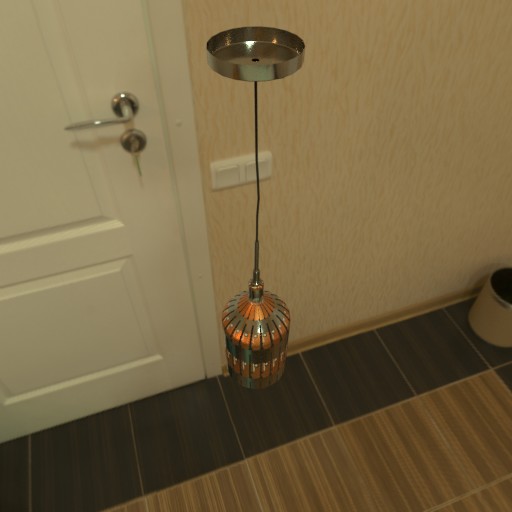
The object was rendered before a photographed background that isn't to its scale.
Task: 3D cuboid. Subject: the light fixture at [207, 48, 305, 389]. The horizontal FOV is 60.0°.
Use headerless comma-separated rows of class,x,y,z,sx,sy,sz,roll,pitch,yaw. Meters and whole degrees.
light fixture,0.000,0.000,1.668,0.303,1.535,0.303,0,46,0
